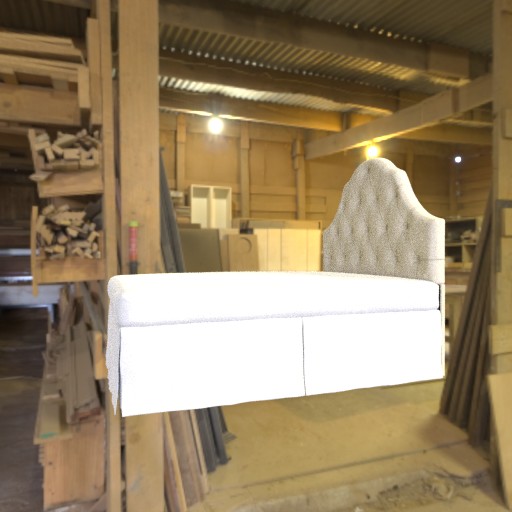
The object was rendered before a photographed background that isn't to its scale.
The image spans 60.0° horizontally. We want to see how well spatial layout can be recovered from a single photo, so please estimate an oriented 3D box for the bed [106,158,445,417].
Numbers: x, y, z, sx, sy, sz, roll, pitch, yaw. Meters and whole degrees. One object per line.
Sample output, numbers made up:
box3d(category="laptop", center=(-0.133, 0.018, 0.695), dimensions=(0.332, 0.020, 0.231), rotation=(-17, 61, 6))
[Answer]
box3d(category="bed", center=(0.000, 0.000, 3.270), dimensions=(2.092, 1.575, 1.627), rotation=(0, 1, -20))
